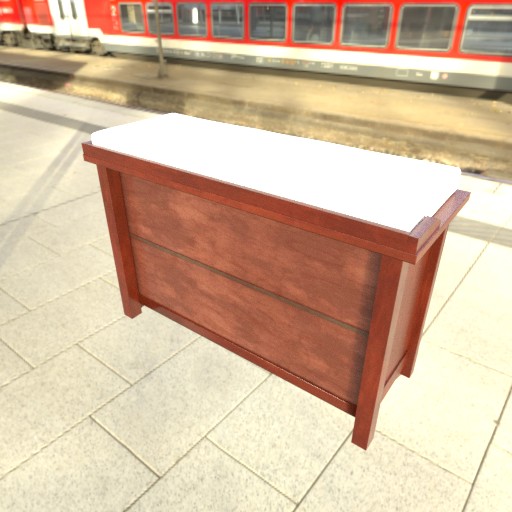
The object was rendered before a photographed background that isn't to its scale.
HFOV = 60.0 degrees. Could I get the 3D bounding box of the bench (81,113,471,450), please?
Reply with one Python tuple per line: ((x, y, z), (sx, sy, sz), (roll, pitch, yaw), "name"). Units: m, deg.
((0.000, 0.000, 1.301), (0.987, 0.646, 0.369), (21, 36, 31), "bench")
